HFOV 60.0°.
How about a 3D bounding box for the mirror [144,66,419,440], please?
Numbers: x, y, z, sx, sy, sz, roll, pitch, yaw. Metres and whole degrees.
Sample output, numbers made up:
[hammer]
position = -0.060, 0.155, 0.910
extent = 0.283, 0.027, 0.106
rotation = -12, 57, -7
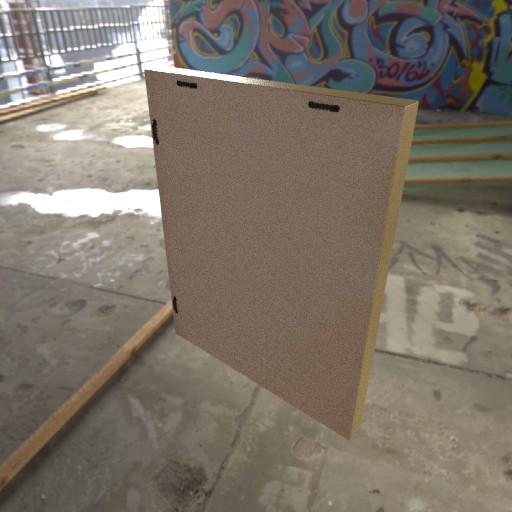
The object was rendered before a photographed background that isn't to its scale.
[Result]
[mirror]
position = 0.000, 0.000, 0.686
extent = 0.405, 0.508, 0.041
rotation = 23, 37, 33
